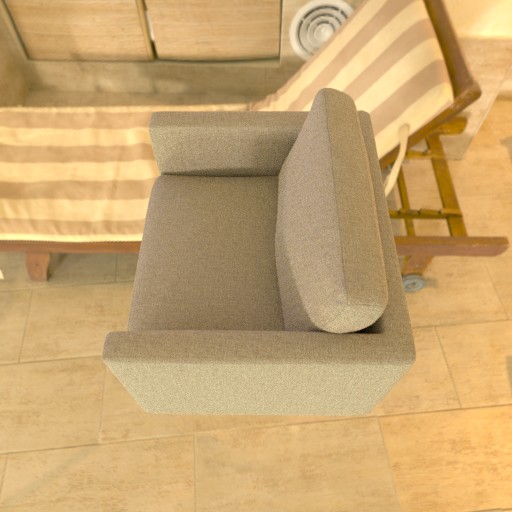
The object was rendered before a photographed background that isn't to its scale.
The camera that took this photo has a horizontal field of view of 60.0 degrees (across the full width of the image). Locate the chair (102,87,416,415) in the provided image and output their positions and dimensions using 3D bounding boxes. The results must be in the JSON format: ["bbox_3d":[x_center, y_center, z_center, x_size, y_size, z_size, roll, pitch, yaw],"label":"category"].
[{"bbox_3d":[0.000,0.000,1.788,0.959,0.961,1.107,0,57,0],"label":"chair"}]
